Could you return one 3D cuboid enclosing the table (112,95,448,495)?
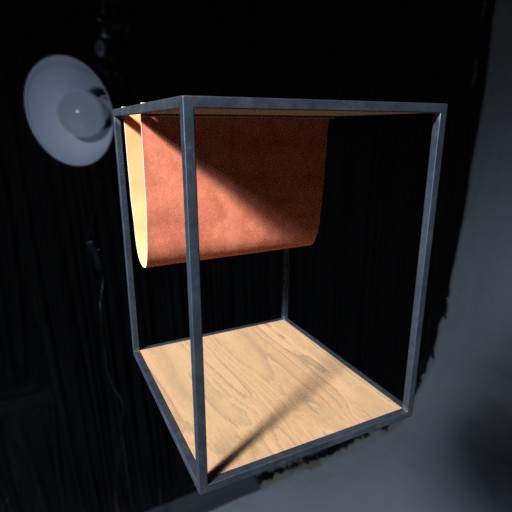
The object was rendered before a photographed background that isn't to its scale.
[{"bbox_3d":[0.000,0.000,0.825,0.399,0.536,0.450,-8,18,-25],"label":"table"}]
